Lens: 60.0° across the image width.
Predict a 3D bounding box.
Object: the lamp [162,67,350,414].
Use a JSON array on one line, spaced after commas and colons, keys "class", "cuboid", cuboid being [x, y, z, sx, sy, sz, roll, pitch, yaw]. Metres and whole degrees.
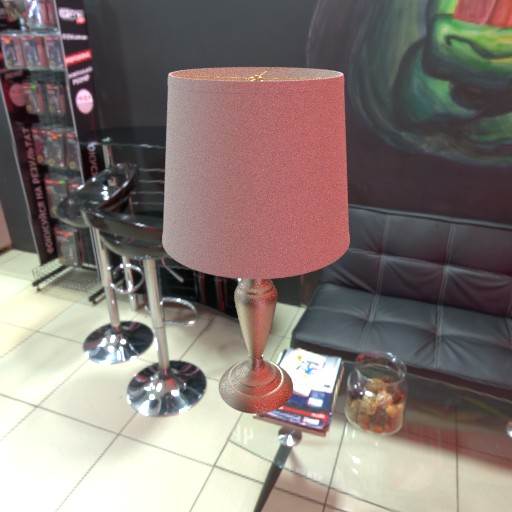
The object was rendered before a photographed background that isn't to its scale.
[{"class": "lamp", "cuboid": [0.000, 0.000, 0.809, 0.328, 0.619, 0.328, 0, 27, 0]}]
